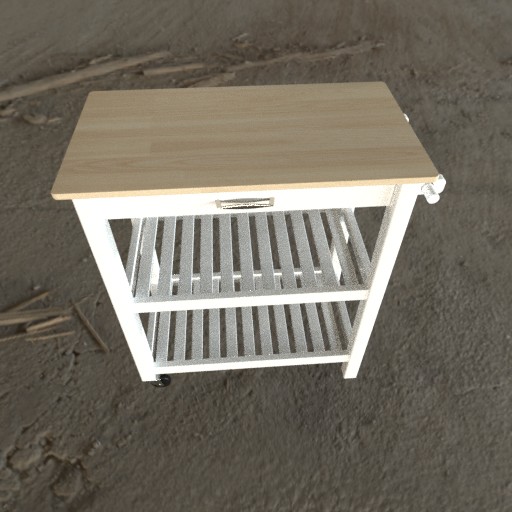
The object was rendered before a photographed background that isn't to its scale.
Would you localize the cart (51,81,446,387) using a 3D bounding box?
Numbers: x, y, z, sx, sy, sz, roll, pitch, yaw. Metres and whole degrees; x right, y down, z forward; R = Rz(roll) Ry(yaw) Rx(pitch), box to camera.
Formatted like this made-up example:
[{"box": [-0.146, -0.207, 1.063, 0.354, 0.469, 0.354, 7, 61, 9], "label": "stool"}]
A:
[{"box": [0.000, 0.000, 1.441, 0.899, 0.927, 0.457, -3, 47, -3], "label": "cart"}]
